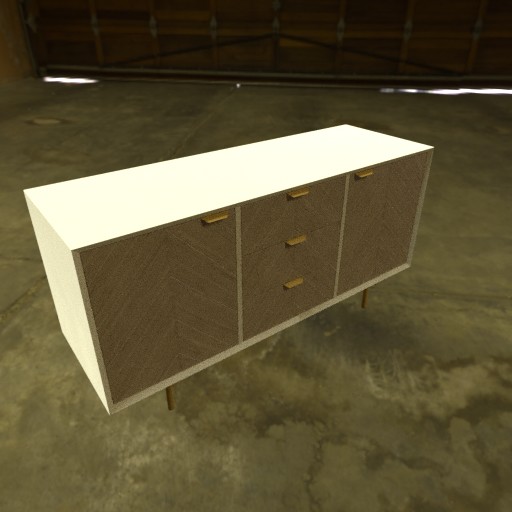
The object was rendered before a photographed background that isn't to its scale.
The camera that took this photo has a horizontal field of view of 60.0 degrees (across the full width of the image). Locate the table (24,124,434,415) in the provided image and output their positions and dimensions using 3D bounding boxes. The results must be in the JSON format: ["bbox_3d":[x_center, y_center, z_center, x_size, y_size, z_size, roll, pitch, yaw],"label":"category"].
[{"bbox_3d":[0.000,0.000,1.838,1.500,0.769,0.508,-20,35,-31],"label":"table"}]
